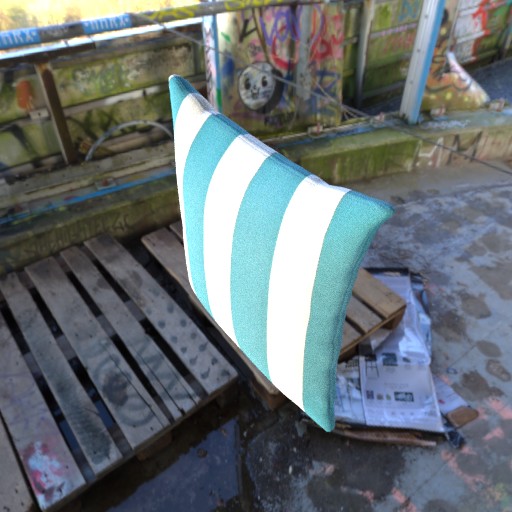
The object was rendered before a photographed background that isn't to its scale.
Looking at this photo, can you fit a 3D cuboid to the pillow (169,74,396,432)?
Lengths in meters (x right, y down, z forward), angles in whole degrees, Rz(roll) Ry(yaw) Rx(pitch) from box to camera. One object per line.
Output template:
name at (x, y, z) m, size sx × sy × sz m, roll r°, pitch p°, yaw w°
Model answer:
pillow at (0.000, 0.000, 0.824) m, size 0.189 × 0.526 × 0.536 m, roll -26°, pitch 47°, yaw -27°
